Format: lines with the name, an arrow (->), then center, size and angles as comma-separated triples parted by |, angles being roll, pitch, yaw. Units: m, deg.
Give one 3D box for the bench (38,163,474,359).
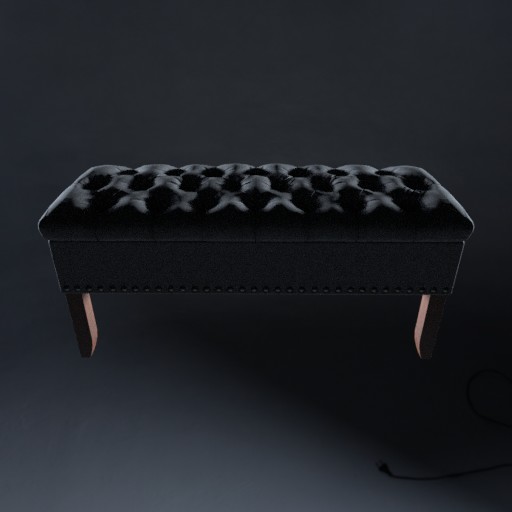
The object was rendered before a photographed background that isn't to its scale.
bench -> 0.000, 0.000, 1.332 | 1.052, 0.470, 0.417 | 0, 29, 0
